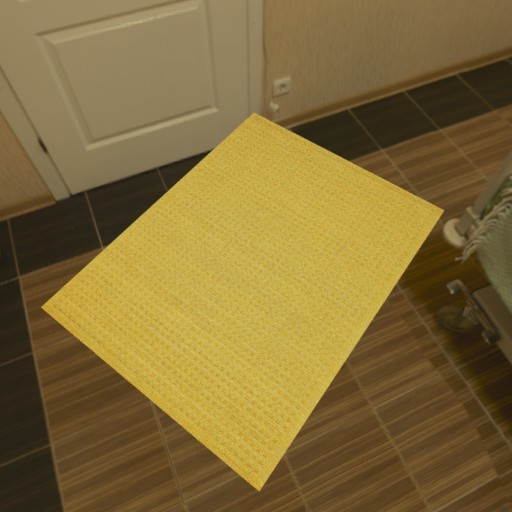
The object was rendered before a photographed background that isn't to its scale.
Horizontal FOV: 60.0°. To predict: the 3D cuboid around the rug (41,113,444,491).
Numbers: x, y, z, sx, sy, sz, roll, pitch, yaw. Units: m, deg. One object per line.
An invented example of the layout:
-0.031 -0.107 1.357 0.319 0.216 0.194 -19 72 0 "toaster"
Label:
0.000 0.000 4.345 2.486 0.015 3.242 33 64 18 "rug"
